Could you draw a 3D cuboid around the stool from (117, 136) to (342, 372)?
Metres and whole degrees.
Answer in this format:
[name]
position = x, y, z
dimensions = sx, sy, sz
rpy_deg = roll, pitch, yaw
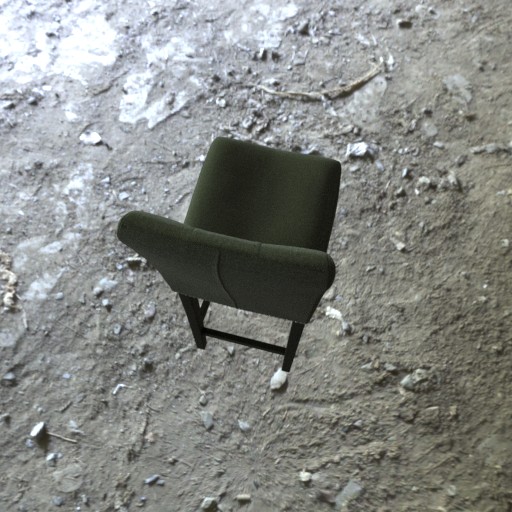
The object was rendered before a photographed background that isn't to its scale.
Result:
[stool]
position = 0.000, 0.000, 1.350
dimensions = 0.411, 1.047, 0.548
rpy_deg = 13, 65, 6
